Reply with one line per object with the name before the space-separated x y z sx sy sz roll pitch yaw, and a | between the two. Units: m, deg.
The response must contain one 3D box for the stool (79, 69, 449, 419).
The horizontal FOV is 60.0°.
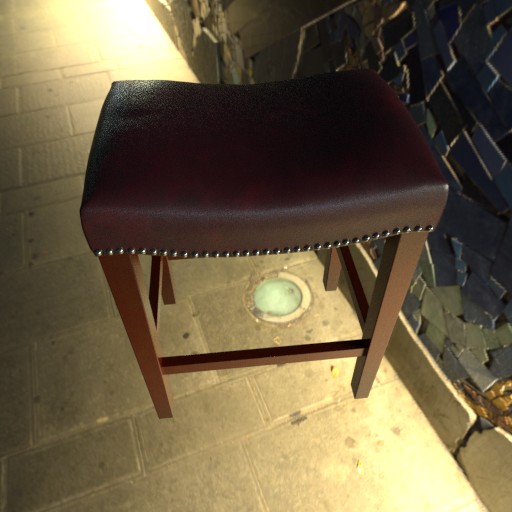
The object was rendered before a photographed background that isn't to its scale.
stool | 0.000 0.000 0.919 0.504 0.657 0.372 -4 47 -4
